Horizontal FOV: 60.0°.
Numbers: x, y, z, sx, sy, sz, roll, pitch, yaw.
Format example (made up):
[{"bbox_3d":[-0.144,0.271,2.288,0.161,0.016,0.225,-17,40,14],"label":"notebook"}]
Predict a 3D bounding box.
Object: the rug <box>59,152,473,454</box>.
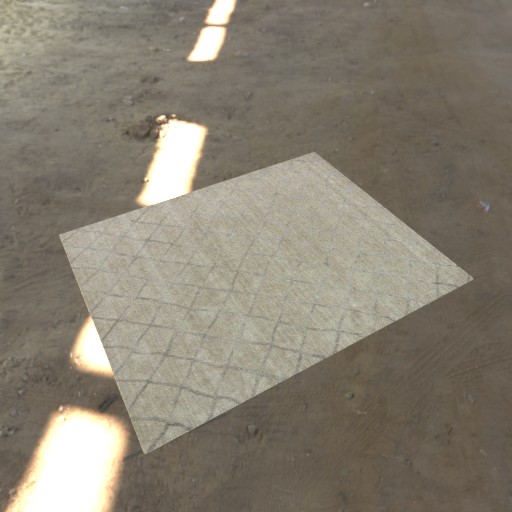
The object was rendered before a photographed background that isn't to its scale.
[{"bbox_3d":[0.000,0.000,4.119,3.038,0.019,2.420,-22,49,-21],"label":"rug"}]
